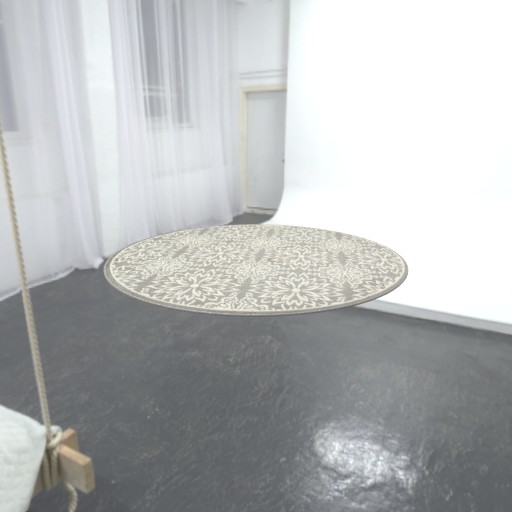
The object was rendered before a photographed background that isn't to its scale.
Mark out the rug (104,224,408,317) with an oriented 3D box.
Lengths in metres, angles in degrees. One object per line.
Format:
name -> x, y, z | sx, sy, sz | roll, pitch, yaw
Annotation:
rug -> 0.000, 0.000, 2.438 | 1.593, 0.012, 1.593 | 0, 16, 0
